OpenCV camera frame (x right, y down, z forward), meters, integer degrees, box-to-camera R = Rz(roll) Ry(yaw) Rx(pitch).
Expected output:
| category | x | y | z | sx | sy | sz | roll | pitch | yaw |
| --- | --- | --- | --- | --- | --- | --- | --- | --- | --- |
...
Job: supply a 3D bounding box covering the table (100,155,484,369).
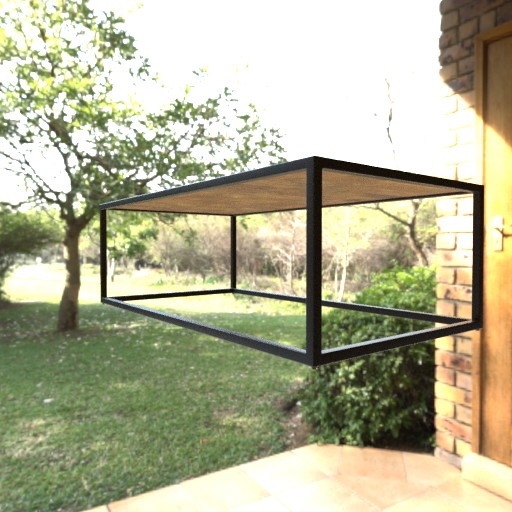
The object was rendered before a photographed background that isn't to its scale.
| category | x | y | z | sx | sy | sz | roll | pitch | yaw |
| --- | --- | --- | --- | --- | --- | --- | --- | --- | --- |
| table | 0.000 | 0.000 | 1.488 | 0.649 | 0.398 | 1.199 | -1 | 2 | -37 |
